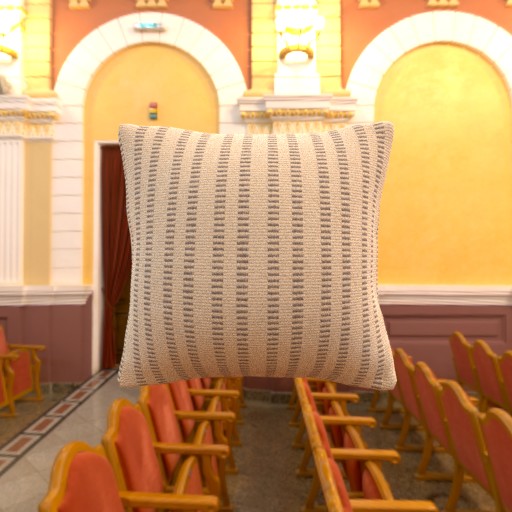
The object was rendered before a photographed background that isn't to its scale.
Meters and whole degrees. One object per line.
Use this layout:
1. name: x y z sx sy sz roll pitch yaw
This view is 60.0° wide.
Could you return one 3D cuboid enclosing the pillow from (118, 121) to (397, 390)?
1. pillow: 0.000 0.000 0.696 0.438 0.419 0.247 0 0 1
